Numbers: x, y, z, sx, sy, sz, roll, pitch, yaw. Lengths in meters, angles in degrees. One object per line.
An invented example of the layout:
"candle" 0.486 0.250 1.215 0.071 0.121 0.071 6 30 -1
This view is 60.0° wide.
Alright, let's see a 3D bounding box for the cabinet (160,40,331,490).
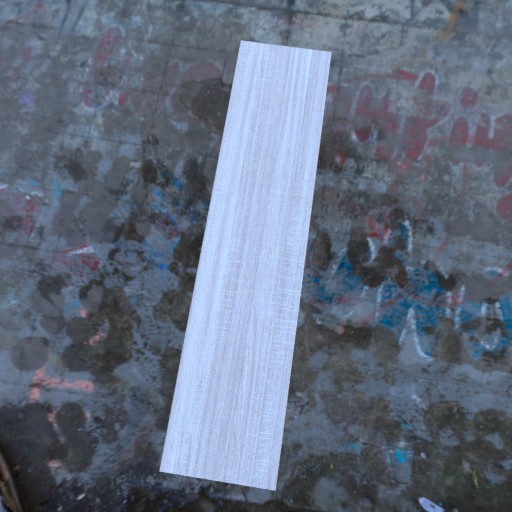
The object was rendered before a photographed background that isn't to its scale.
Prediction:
"cabinet" 0.000 0.000 2.533 0.500 0.780 2.200 8 76 2
